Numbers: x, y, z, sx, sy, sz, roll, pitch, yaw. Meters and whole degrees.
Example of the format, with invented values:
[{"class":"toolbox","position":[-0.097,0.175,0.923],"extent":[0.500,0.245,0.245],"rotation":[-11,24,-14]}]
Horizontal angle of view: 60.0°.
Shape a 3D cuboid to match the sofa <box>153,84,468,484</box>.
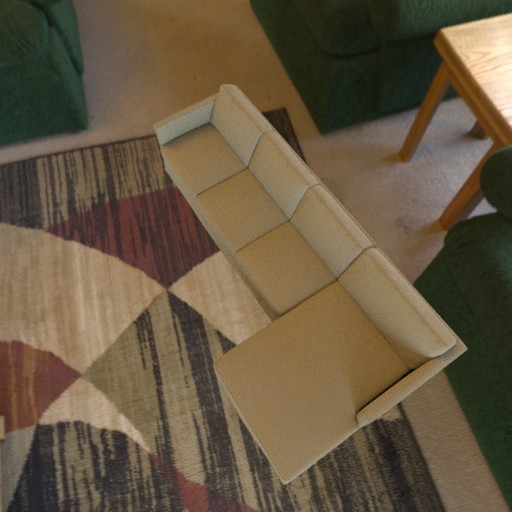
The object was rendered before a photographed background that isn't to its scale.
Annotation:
[{"class":"sofa","position":[0.000,0.000,3.818],"extent":[1.622,0.867,3.177],"rotation":[-31,68,-14]}]
